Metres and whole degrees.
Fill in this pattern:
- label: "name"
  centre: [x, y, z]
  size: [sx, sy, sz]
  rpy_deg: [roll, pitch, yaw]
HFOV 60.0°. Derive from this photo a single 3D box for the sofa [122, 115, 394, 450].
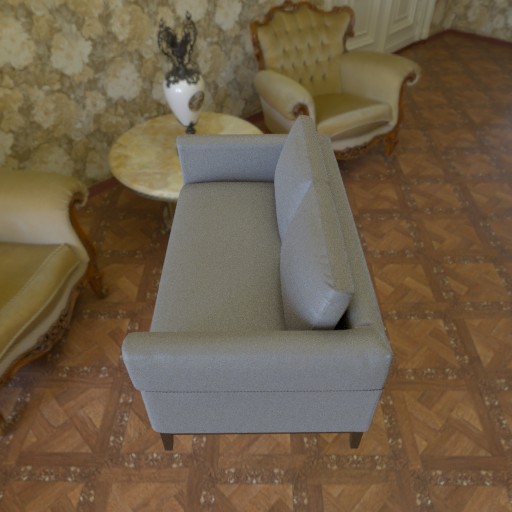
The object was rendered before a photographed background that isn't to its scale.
- label: "sofa"
  centre: [0.000, 0.000, 2.187]
  size: [0.899, 0.873, 1.598]
  rpy_deg: [0, 42, 0]
